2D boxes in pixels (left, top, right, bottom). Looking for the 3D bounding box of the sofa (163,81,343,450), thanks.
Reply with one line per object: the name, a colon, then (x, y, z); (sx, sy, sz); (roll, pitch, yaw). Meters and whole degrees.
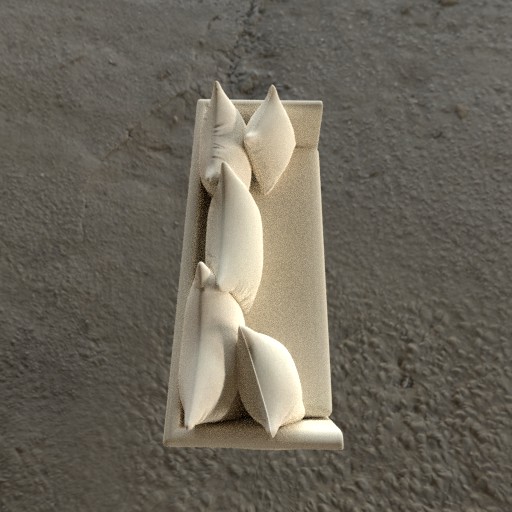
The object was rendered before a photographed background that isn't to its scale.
sofa: (0.000, 0.000, 3.102); (1.030, 1.042, 2.484); (1, 65, 0)
